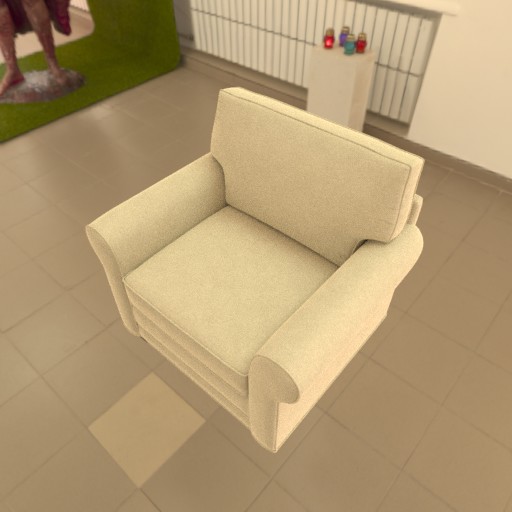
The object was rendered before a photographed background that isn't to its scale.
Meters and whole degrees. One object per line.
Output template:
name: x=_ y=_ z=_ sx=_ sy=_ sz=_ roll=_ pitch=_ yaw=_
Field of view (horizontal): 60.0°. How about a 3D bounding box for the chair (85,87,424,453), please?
chair: x=0.000 y=0.000 z=1.763 sx=1.040 sy=0.955 sz=0.863 roll=31 pitch=53 yaw=27
